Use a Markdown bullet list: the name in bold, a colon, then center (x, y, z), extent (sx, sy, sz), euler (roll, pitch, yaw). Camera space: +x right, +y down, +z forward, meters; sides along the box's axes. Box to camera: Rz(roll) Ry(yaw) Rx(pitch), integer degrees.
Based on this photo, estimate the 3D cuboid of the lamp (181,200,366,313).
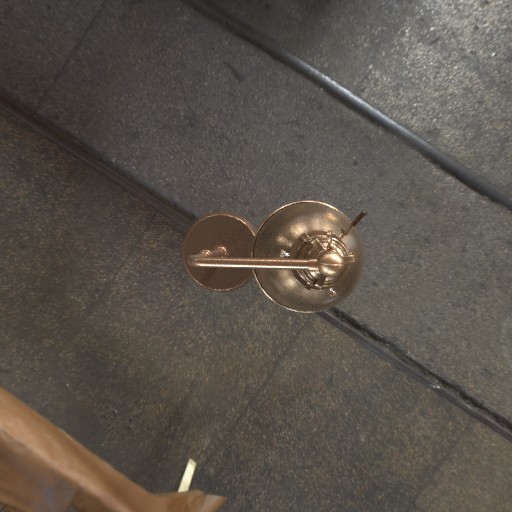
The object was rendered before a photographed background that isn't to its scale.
- **lamp**: center (0.000, 0.000, 0.605), extent (0.286, 0.456, 0.153), euler (0, 92, 1)
